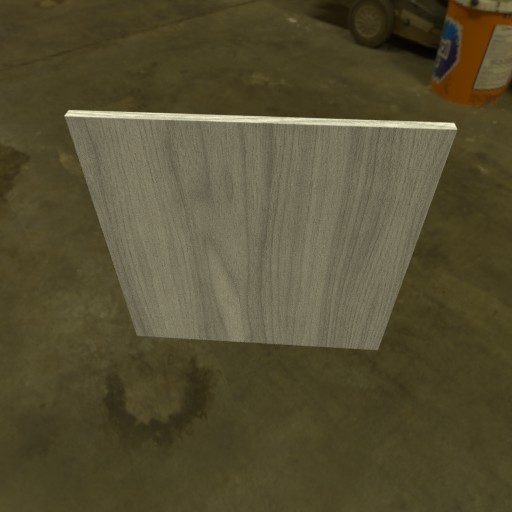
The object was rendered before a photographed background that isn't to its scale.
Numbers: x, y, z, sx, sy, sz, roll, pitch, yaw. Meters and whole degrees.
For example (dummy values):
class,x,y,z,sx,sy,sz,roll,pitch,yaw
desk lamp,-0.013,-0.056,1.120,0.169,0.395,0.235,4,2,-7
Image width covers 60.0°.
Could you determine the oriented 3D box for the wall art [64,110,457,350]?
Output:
class,x,y,z,sx,sy,sz,roll,pitch,yaw
wall art,0.000,0.000,0.756,0.508,0.507,0.016,3,46,3
